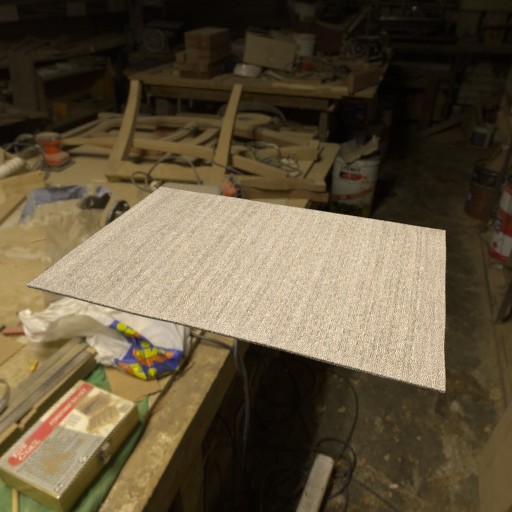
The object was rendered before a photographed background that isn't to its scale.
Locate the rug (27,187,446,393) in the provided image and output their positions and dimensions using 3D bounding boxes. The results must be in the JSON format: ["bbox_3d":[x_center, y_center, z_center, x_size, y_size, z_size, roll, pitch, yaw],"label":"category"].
[{"bbox_3d":[0.000,0.000,2.852,2.297,0.018,1.532,11,34,17],"label":"rug"}]
